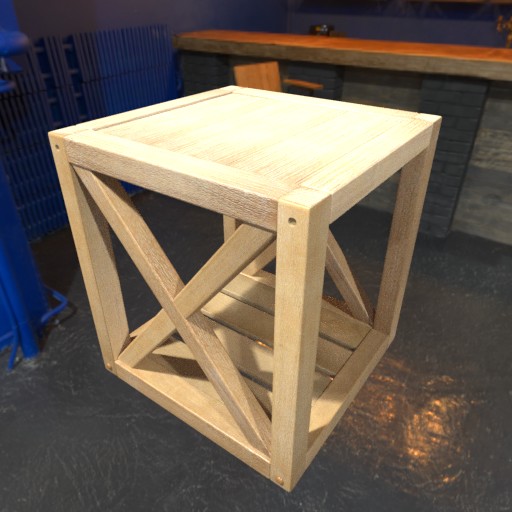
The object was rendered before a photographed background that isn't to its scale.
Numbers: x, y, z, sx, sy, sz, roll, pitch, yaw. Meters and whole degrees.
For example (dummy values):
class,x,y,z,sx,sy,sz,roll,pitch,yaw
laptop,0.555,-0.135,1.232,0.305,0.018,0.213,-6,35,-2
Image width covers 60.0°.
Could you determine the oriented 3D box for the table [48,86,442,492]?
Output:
class,x,y,z,sx,sy,sz,roll,pitch,yaw
table,0.000,0.000,1.027,0.559,0.610,0.558,21,37,30
